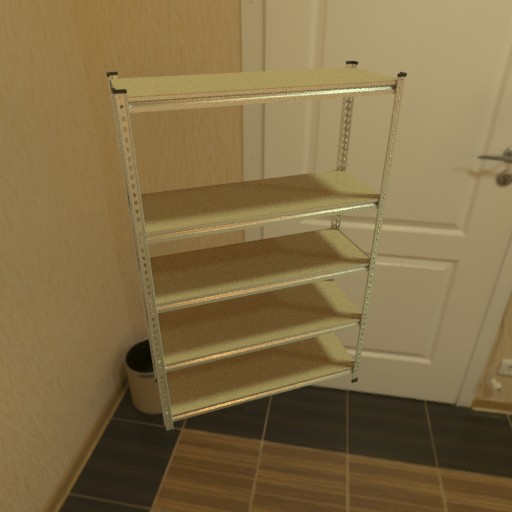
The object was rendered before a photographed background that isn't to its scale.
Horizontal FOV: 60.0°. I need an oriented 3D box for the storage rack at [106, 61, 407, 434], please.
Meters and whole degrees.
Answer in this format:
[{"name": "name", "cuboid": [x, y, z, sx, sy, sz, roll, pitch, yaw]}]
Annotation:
[{"name": "storage rack", "cuboid": [0.000, 0.000, 2.370, 1.219, 1.829, 0.457, -10, 32, -16]}]
